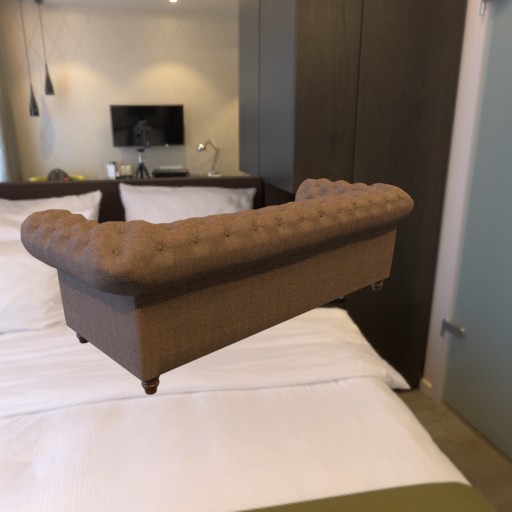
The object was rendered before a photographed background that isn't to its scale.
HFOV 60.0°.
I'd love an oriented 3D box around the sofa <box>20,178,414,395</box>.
[{"bbox_3d":[0.000,0.000,2.738,2.385,0.787,0.944,-15,21,-42],"label":"sofa"}]
